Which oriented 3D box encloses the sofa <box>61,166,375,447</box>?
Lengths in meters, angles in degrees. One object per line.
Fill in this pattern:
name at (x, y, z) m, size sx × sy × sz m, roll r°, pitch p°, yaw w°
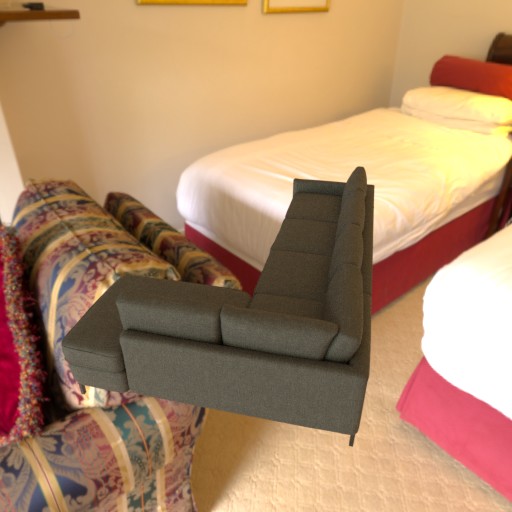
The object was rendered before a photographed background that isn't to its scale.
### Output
sofa at (0.000, 0.000, 3.940) m, size 1.984 × 0.858 × 2.972 m, roll 7°, pitch 32°, yaw 11°
